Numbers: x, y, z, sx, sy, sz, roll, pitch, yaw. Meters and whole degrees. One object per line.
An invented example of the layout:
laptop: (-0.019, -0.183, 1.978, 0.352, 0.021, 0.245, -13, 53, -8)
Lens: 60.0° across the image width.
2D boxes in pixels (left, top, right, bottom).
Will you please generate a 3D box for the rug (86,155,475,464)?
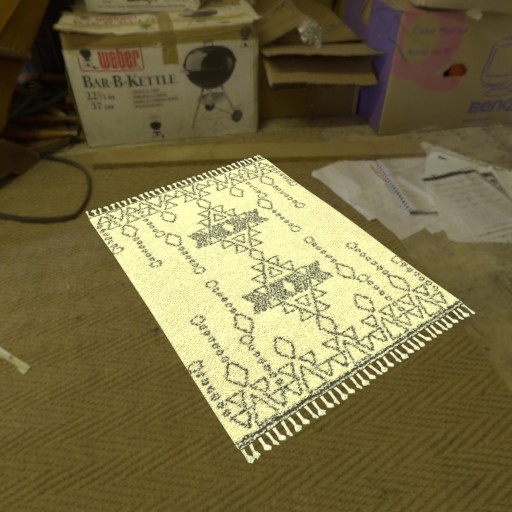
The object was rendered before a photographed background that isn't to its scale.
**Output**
rug: (0.000, 0.000, 3.965, 2.125, 0.028, 3.027, -24, 47, -25)
